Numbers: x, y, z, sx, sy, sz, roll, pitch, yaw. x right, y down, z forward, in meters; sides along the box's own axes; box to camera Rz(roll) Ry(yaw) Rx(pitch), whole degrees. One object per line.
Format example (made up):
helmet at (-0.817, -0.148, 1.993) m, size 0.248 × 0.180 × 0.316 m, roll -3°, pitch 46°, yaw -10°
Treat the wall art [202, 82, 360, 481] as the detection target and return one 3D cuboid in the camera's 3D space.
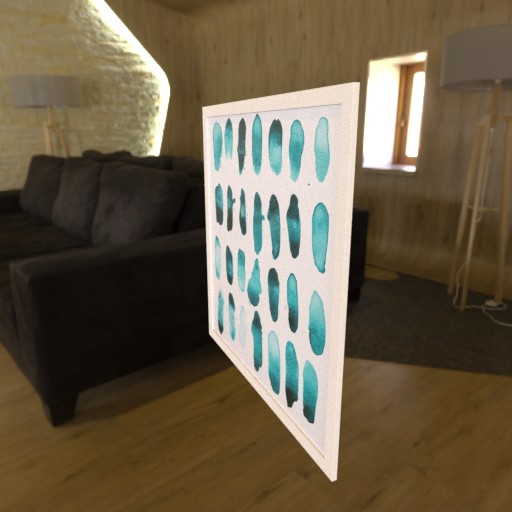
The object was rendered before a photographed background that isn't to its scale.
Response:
wall art at (0.000, 0.000, 0.833) m, size 0.009 × 0.559 × 0.558 m, roll -7°, pitch 17°, yaw -24°
